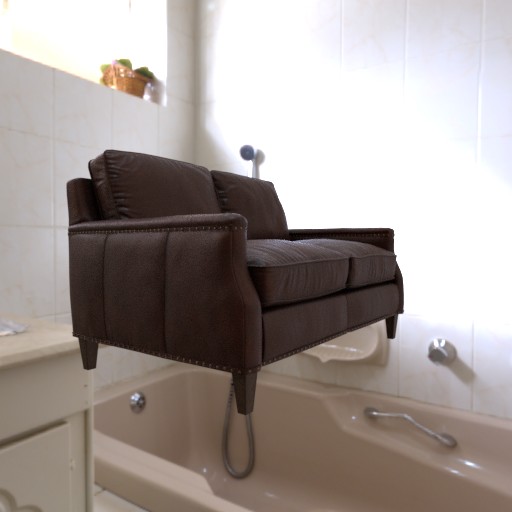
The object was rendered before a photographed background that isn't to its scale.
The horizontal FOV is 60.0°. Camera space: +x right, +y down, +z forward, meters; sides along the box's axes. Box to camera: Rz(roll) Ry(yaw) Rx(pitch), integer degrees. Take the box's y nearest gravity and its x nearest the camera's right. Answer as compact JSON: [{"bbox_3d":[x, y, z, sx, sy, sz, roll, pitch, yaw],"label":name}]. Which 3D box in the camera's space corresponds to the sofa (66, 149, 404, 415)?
[{"bbox_3d":[0.000,0.000,2.331,1.083,1.003,1.628,1,2,36],"label":"sofa"}]
